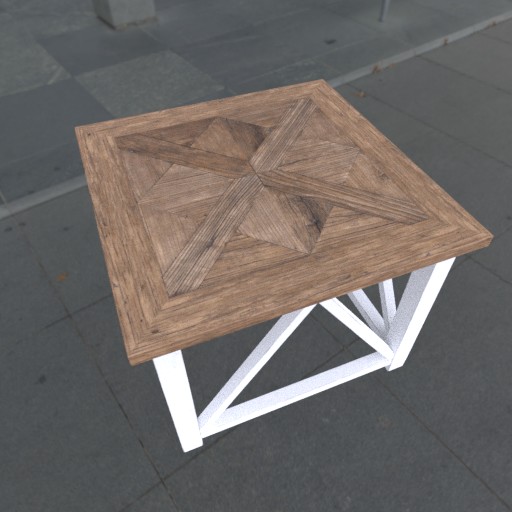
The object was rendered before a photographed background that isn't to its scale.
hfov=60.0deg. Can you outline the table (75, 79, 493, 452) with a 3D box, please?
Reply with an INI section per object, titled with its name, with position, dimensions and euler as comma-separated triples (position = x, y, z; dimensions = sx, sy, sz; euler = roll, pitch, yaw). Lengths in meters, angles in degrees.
[table]
position = 0.000, 0.000, 1.174
dimensions = 0.700, 0.532, 0.700
euler = -16, 49, -15
